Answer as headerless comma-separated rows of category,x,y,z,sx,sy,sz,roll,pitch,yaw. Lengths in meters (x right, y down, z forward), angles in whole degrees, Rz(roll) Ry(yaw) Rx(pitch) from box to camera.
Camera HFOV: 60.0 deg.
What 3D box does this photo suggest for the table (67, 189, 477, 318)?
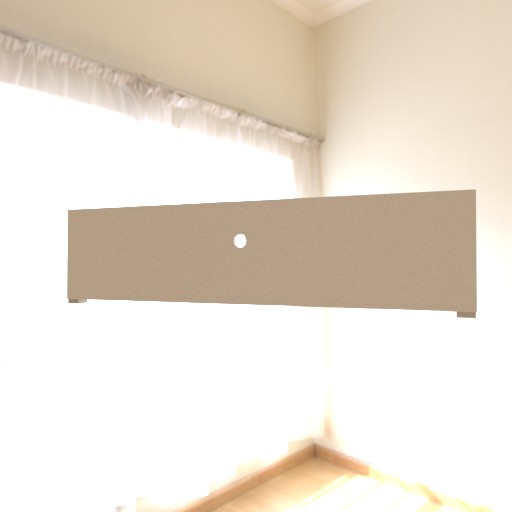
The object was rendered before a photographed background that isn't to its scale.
table,0.000,0.000,1.893,1.650,0.420,0.390,0,-1,19
